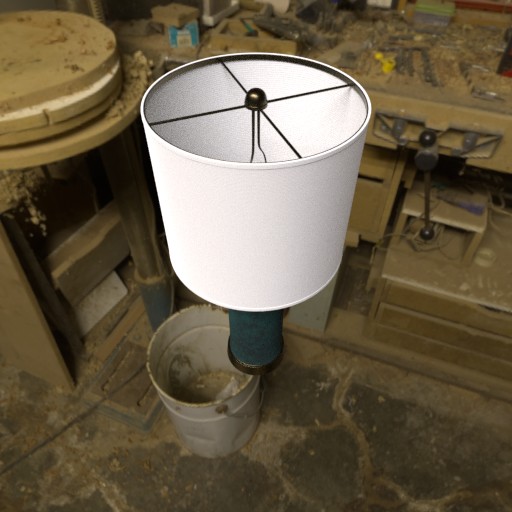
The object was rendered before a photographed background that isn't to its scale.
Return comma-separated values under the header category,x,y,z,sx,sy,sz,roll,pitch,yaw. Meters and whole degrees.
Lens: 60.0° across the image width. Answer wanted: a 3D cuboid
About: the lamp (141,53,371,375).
category,x,y,z,sx,sy,sz,roll,pitch,yaw
lamp,0.000,0.000,0.804,0.301,0.630,0.301,17,49,16
